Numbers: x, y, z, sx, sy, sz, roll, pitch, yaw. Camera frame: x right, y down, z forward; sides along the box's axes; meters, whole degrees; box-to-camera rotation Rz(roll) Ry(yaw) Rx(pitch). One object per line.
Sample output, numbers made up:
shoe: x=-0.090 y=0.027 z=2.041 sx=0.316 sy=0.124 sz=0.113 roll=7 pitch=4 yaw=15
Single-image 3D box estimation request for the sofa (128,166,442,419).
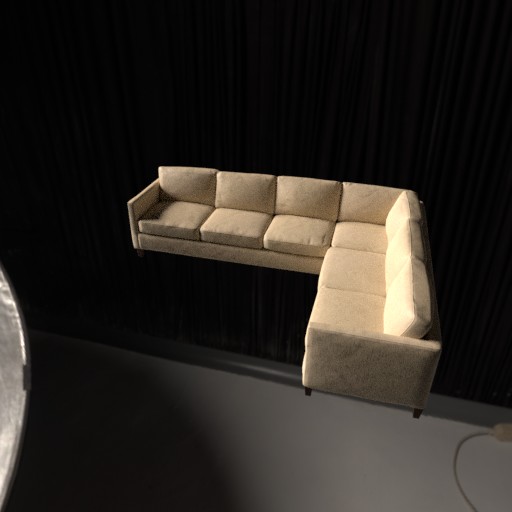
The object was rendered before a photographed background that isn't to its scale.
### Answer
sofa: x=0.000 y=0.000 z=4.501 sx=3.302 sy=0.947 sz=2.593 roll=8 pitch=32 yaw=13
